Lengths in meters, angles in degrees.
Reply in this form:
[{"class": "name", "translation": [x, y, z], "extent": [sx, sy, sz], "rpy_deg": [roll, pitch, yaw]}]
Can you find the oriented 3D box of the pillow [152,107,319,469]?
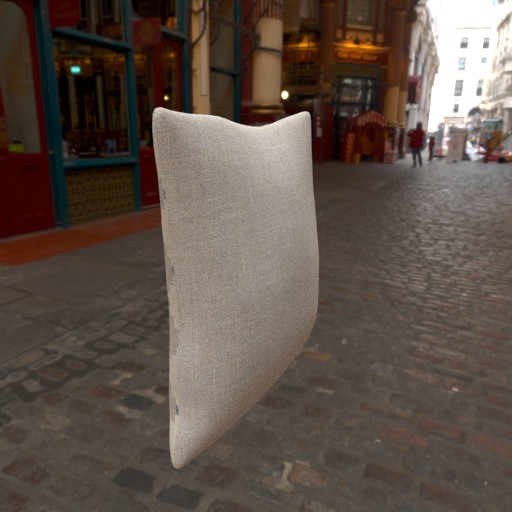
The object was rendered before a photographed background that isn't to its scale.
[{"class": "pillow", "translation": [0.000, 0.000, 0.870], "extent": [0.192, 0.558, 0.578], "rpy_deg": [8, 17, 25]}]
